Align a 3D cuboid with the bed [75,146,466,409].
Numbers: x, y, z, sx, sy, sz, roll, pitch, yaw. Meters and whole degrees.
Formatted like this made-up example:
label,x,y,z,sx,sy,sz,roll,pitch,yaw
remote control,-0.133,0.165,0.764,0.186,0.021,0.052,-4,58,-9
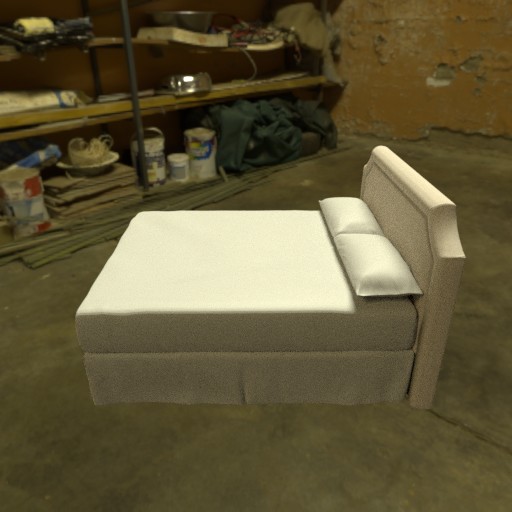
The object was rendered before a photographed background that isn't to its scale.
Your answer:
label,x,y,z,sx,sy,sz,roll,pitch,yaw
bed,0.000,0.000,3.253,2.164,1.297,1.828,0,27,-1
